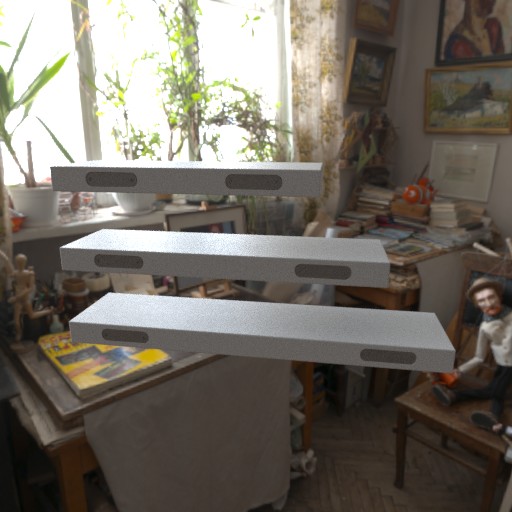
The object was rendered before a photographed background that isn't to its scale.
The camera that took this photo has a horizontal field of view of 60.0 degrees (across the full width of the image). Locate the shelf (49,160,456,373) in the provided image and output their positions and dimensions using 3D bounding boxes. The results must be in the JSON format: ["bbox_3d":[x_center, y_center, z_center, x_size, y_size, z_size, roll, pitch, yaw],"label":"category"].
[{"bbox_3d":[0.000,0.000,0.726,0.610,0.293,0.140,3,16,9],"label":"shelf"}]
